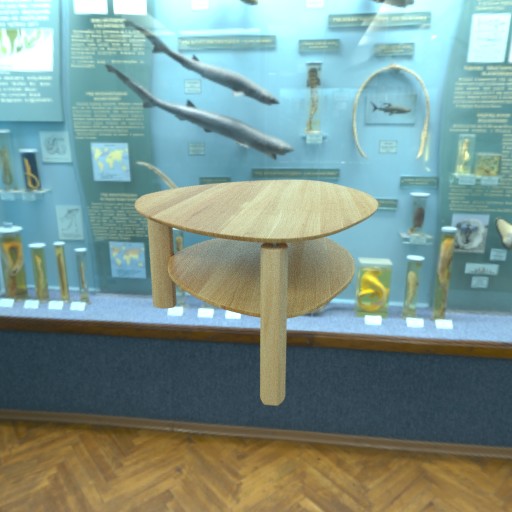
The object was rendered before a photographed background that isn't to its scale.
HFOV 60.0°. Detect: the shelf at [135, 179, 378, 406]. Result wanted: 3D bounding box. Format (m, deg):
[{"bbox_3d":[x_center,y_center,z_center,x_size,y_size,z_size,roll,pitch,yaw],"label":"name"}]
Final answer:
[{"bbox_3d":[0.000,0.000,1.655,0.845,0.440,1.246,2,16,8],"label":"shelf"}]
